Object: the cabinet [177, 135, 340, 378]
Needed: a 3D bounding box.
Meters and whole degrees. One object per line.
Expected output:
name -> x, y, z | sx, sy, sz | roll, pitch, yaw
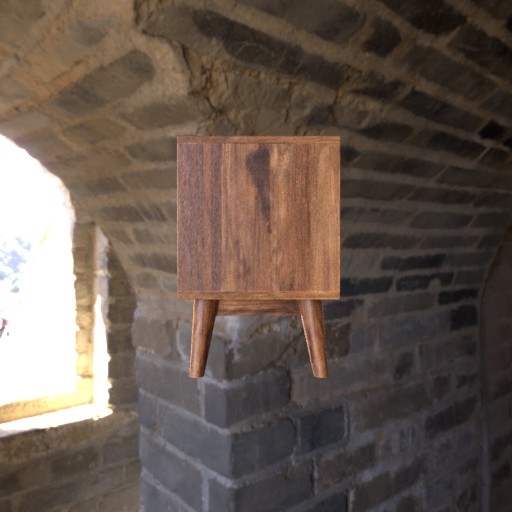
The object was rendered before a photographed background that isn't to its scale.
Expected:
cabinet -> 0.000, 0.000, 1.672 | 0.349, 0.528, 1.448 | 0, 1, 0
